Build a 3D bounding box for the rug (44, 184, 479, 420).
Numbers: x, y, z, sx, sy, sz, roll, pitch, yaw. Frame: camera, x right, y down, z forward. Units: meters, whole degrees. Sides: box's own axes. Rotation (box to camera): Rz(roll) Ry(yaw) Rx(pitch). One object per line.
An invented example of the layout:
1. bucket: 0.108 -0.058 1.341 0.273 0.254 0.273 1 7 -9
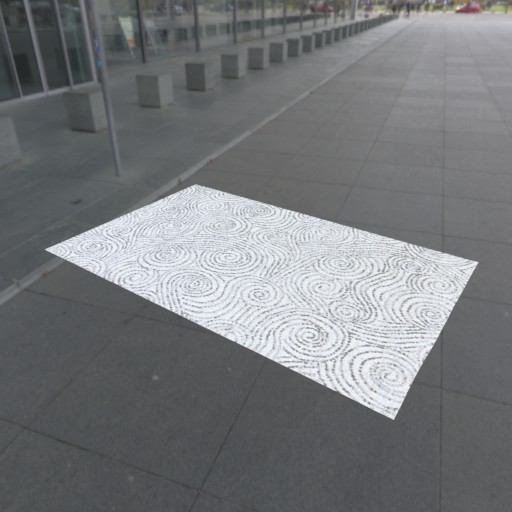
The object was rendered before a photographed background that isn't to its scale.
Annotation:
1. rug: 0.000 0.000 2.927 2.439 0.005 1.524 19 35 30
